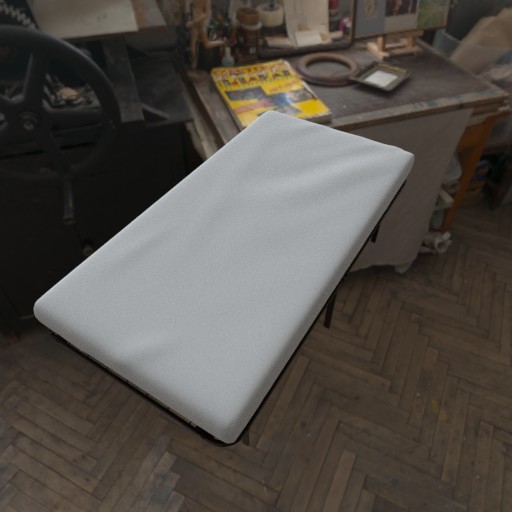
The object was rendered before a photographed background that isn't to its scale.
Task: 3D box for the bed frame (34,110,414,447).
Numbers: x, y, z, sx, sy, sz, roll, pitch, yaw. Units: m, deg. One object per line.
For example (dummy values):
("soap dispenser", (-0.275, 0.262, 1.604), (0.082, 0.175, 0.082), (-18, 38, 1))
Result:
("bed frame", (0.000, 0.000, 2.345), (0.989, 0.619, 1.903), (24, 51, 21))
